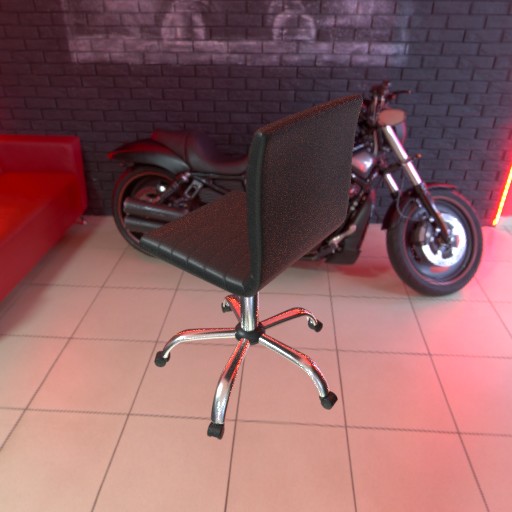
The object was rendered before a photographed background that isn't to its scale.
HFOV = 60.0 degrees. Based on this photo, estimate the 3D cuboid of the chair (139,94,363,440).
[{"bbox_3d":[0.000,0.000,1.141,0.530,0.780,0.556,21,37,31],"label":"chair"}]
